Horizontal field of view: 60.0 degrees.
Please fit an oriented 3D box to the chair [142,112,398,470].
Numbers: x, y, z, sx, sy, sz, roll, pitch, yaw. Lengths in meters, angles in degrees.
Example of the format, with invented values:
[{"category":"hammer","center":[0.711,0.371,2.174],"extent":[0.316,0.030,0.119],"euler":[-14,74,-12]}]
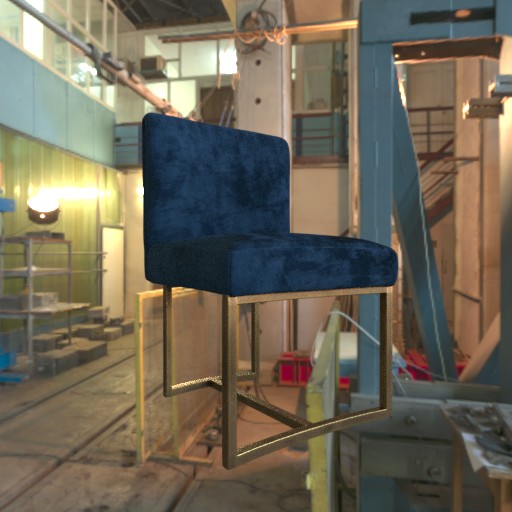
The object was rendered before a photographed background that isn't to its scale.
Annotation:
[{"category":"chair","center":[0.000,0.000,1.206],"extent":[0.530,0.824,0.560],"euler":[0,0,-35]}]
